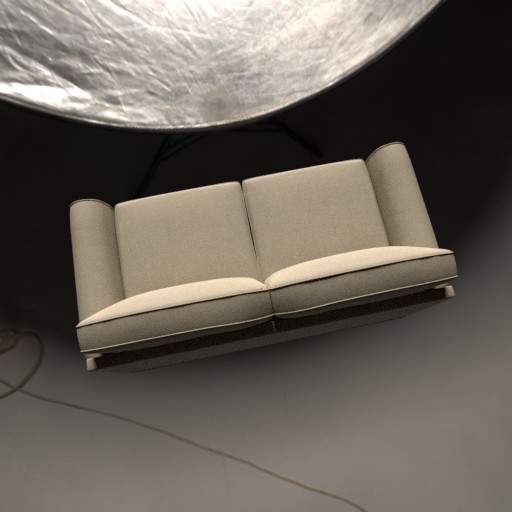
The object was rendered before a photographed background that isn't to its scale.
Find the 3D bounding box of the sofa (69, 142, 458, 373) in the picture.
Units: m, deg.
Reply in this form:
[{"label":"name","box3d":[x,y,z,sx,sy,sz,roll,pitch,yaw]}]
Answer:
[{"label":"sofa","box3d":[0.000,0.000,2.275,1.774,0.933,0.861,-11,75,-3]}]
